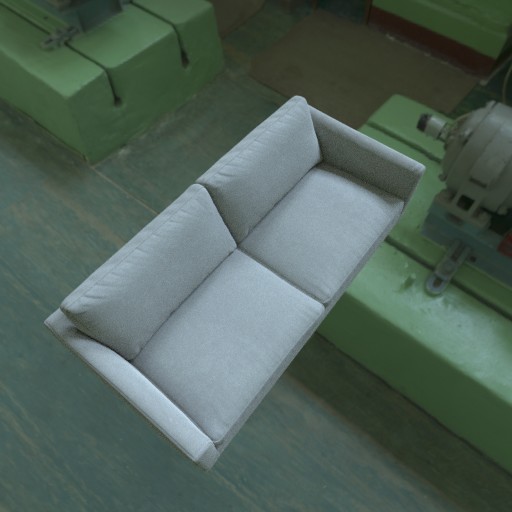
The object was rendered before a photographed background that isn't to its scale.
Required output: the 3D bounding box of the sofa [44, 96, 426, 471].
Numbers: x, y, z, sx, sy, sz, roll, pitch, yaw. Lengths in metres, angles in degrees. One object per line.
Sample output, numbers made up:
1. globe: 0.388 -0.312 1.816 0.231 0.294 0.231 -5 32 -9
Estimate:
1. sofa: 0.000 0.000 2.777 1.090 0.838 2.588 34 65 19
